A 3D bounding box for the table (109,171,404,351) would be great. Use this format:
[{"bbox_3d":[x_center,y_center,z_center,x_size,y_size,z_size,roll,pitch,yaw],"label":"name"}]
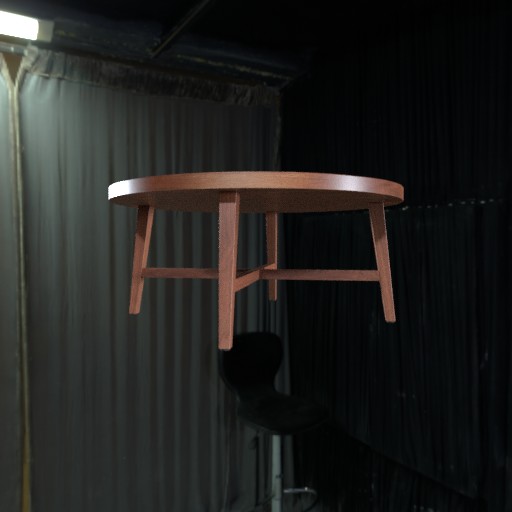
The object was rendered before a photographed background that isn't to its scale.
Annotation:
[{"bbox_3d":[0.000,0.000,1.273,0.800,0.360,0.800,0,2,0],"label":"table"}]
